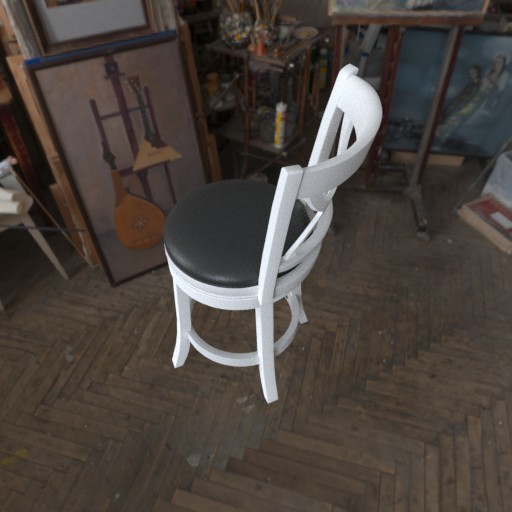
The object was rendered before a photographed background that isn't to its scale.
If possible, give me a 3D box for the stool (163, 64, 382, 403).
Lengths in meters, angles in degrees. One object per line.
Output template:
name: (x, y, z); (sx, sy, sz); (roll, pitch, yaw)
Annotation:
stool: (0.000, 0.000, 1.250); (0.508, 0.953, 0.444); (16, 49, 14)
